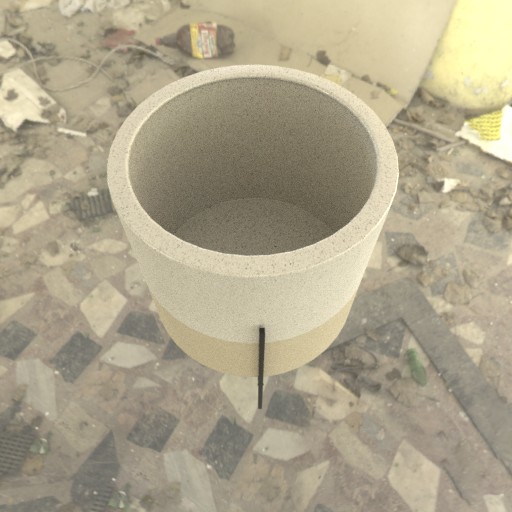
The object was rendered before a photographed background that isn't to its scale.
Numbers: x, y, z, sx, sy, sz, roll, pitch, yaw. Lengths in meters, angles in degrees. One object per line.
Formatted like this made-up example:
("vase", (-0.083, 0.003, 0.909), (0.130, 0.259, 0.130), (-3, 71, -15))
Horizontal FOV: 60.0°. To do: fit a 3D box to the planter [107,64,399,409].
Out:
("planter", (0.000, 0.000, 0.749), (0.368, 0.484, 0.359), (-29, 62, -18))
